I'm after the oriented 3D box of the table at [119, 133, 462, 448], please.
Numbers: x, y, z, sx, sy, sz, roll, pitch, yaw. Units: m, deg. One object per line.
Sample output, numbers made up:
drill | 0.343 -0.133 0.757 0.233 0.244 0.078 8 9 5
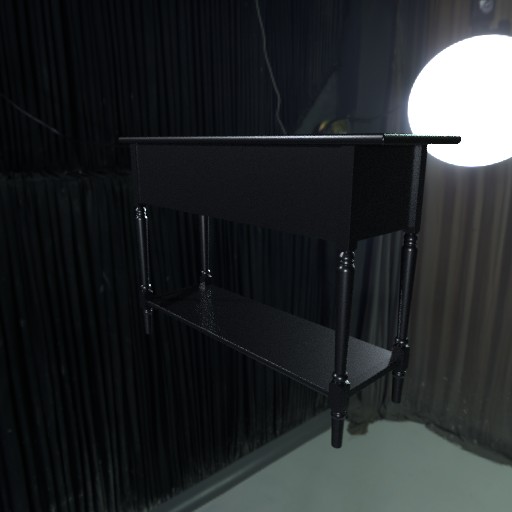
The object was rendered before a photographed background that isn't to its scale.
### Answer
table | 0.000 0.000 1.568 0.386 0.819 1.191 -13 20 -41
